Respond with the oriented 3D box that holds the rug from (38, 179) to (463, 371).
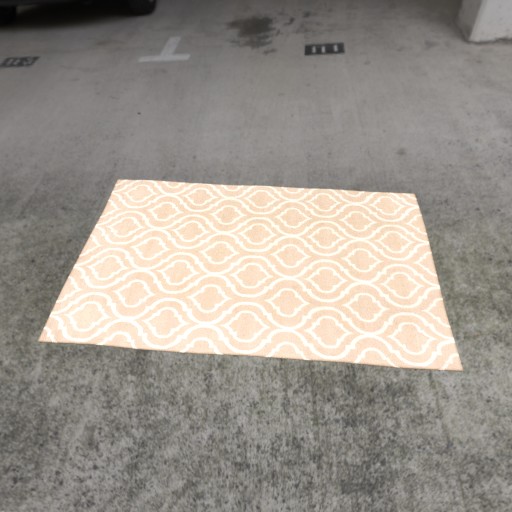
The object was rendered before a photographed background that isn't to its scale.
[{"bbox_3d":[0.000,0.000,2.205,1.761,0.013,1.152,3,46,3],"label":"rug"}]
